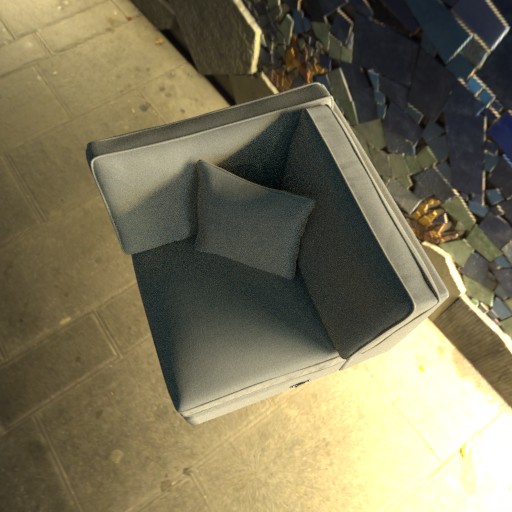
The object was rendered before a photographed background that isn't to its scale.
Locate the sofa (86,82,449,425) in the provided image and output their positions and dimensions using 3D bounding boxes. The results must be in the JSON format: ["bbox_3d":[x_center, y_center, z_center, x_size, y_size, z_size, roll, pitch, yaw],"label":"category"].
[{"bbox_3d":[0.000,0.000,1.978,1.084,1.002,1.146,-19,65,-9],"label":"sofa"}]
